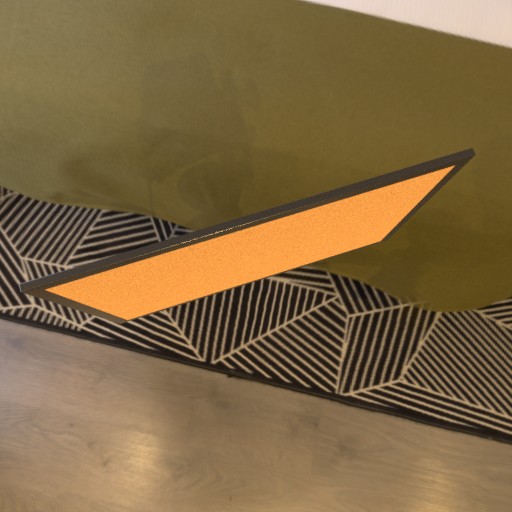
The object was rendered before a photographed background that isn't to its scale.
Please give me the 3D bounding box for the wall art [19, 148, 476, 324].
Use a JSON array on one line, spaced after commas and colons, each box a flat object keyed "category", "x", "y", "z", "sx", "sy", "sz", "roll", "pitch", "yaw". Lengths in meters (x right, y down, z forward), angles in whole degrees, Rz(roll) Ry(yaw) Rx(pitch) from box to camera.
[{"category": "wall art", "x": 0.000, "y": 0.000, "z": 1.029, "sx": 0.819, "sy": 0.552, "sz": 0.015, "roll": -17, "pitch": 77, "yaw": -4}]
